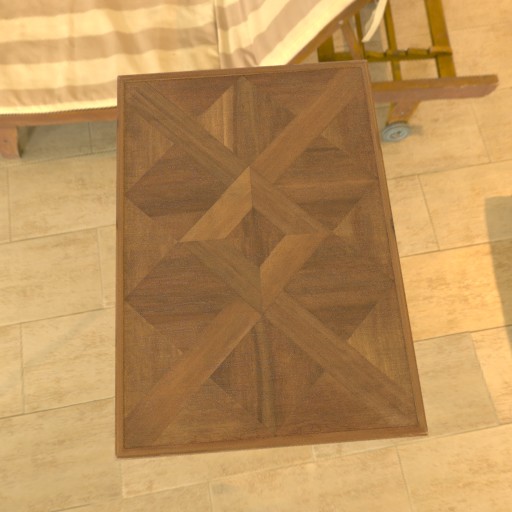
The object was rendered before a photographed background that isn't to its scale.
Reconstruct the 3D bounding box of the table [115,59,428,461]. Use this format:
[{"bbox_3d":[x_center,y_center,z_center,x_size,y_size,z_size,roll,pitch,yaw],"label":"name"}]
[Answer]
[{"bbox_3d":[0.000,0.000,1.625,0.877,0.492,1.238,-4,75,-1],"label":"table"}]
